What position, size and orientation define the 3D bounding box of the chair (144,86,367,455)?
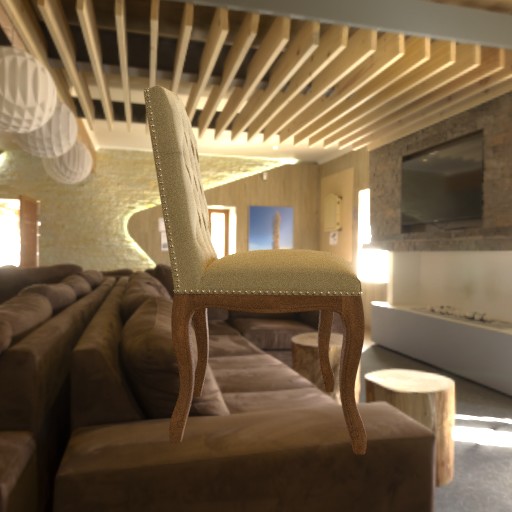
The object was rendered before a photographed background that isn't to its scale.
[{"bbox_3d":[0.000,0.000,1.612,0.715,1.165,0.623,0,0,1],"label":"chair"}]
